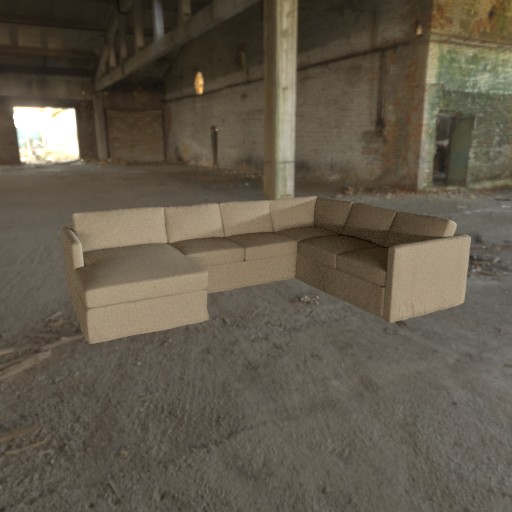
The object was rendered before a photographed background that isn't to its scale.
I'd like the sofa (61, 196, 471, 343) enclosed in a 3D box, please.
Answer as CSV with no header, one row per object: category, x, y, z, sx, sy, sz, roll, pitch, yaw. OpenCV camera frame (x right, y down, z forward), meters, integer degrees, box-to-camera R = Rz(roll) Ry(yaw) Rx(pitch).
sofa,0.000,0.000,4.605,3.528,0.878,2.476,-8,17,-27
